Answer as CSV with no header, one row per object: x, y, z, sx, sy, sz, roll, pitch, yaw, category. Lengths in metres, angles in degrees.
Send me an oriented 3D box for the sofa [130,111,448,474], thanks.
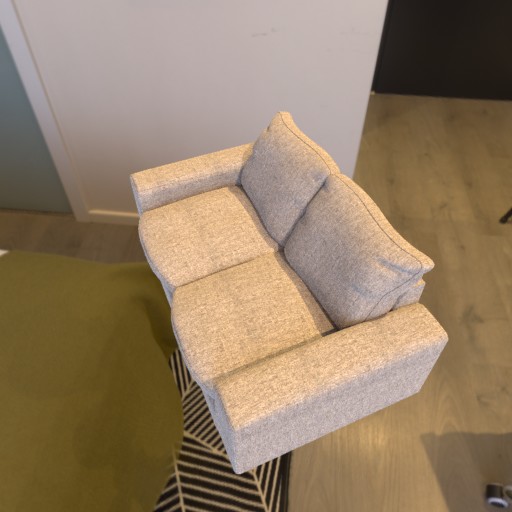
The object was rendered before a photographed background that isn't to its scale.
0.000,0.000,2.416,1.094,0.877,1.758,-18,49,-16,sofa
